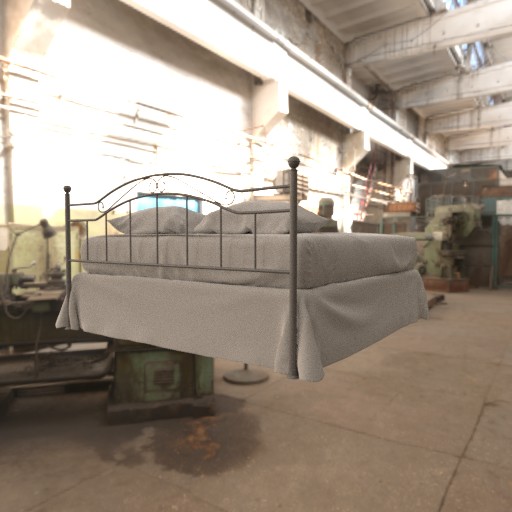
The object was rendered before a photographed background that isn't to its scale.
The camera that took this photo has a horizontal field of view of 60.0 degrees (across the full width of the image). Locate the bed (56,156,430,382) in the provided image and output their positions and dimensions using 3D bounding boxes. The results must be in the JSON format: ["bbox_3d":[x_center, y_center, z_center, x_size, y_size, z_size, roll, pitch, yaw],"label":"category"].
[{"bbox_3d":[0.000,0.000,3.603,2.309,1.080,2.220,2,3,36],"label":"bed"}]
